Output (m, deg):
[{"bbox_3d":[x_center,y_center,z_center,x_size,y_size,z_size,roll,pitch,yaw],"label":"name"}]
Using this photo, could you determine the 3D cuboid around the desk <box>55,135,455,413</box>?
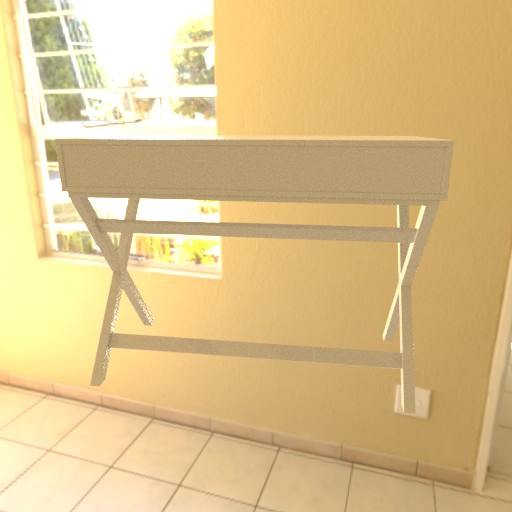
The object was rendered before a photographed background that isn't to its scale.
[{"bbox_3d":[0.000,0.000,1.508,1.059,0.780,0.509,2,17,8],"label":"desk"}]
